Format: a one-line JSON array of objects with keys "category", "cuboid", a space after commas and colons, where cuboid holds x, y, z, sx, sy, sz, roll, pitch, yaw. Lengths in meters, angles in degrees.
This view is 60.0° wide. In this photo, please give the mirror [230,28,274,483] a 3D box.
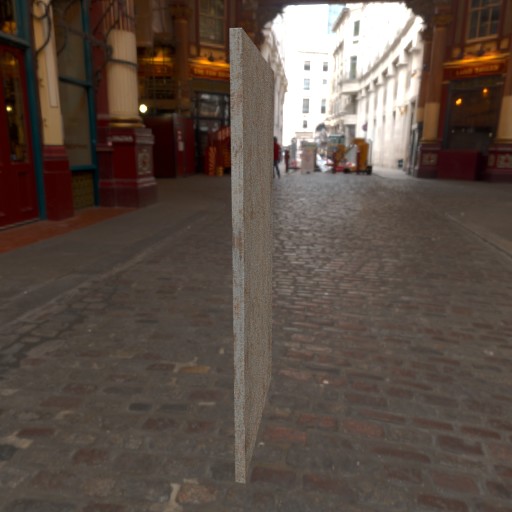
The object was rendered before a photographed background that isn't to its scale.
[{"category": "mirror", "cuboid": [0.000, 0.000, 1.098, 0.027, 0.922, 0.472, 2, 14, 9]}]
